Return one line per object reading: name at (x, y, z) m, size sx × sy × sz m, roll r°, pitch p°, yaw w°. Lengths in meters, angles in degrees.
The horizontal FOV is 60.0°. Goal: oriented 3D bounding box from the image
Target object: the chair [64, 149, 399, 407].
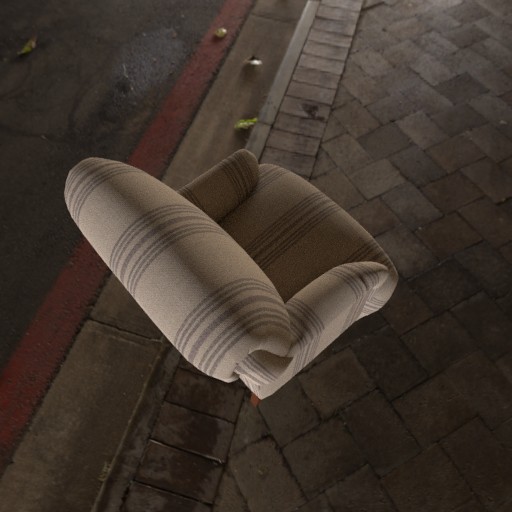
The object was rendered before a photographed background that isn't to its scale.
chair at (0.000, 0.000, 1.609) m, size 0.914 × 0.940 × 0.813 m, roll -37°, pitch 65°, yaw -20°
